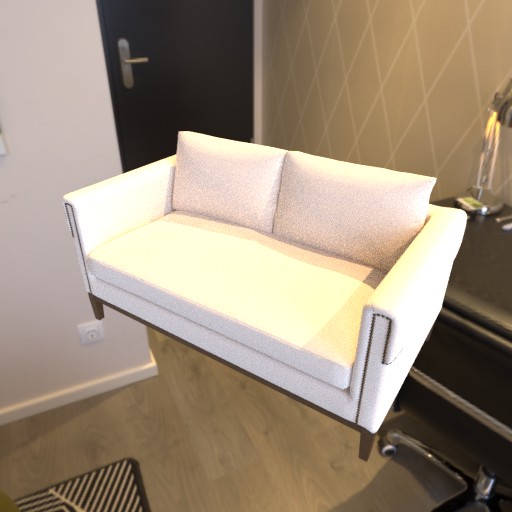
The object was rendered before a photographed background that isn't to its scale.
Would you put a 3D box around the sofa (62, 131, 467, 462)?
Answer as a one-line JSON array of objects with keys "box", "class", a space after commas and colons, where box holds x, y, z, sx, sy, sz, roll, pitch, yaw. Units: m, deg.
[{"box": [0.000, 0.000, 2.066, 1.598, 0.873, 0.905, 19, 35, 29], "class": "sofa"}]
